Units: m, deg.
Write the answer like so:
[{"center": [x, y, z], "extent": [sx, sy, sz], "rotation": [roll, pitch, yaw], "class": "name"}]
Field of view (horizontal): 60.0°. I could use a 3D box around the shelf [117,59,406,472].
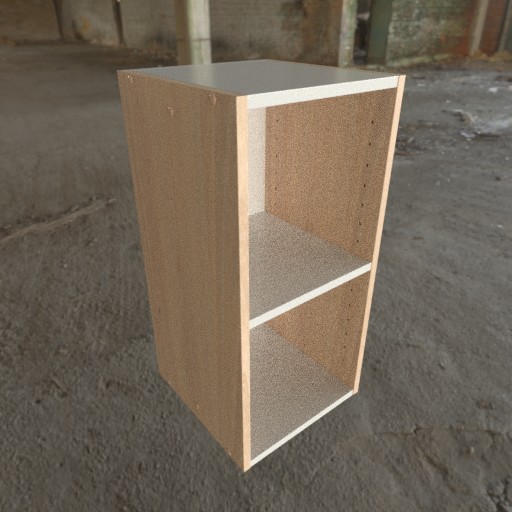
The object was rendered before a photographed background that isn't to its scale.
[{"center": [0.000, 0.000, 0.772], "extent": [0.290, 0.594, 0.297], "rotation": [-21, 35, -33], "class": "shelf"}]
